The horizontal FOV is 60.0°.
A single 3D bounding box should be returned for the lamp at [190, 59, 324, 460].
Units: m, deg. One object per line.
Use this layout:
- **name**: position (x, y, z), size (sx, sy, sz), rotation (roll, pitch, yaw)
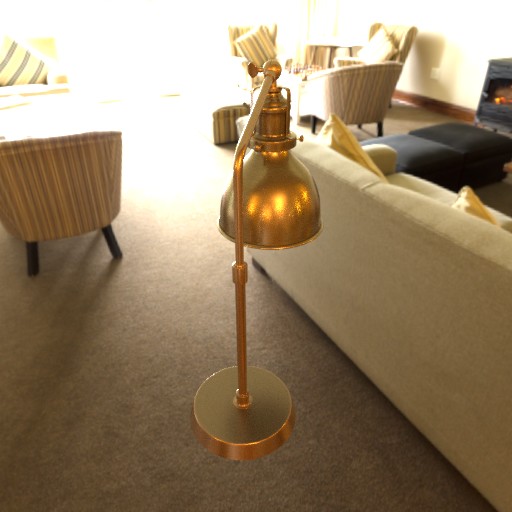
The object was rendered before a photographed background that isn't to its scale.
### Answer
- **lamp**: position (0.000, 0.000, 0.579), size (0.153, 0.456, 0.286), rotation (9, 33, 14)
